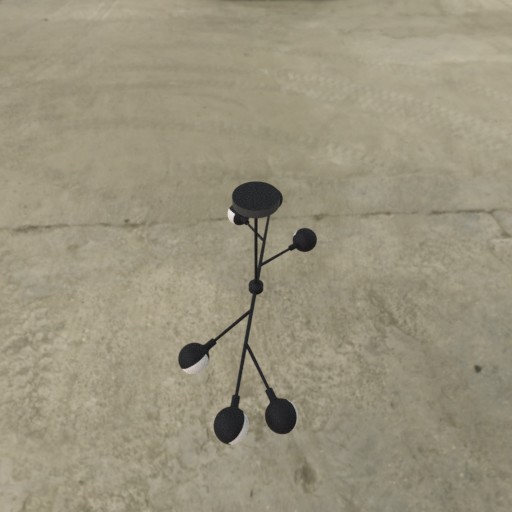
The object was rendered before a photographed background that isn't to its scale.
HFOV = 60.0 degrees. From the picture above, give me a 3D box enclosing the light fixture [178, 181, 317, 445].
[{"bbox_3d":[0.000,0.000,1.061,0.434,0.362,0.778,17,48,16],"label":"light fixture"}]
